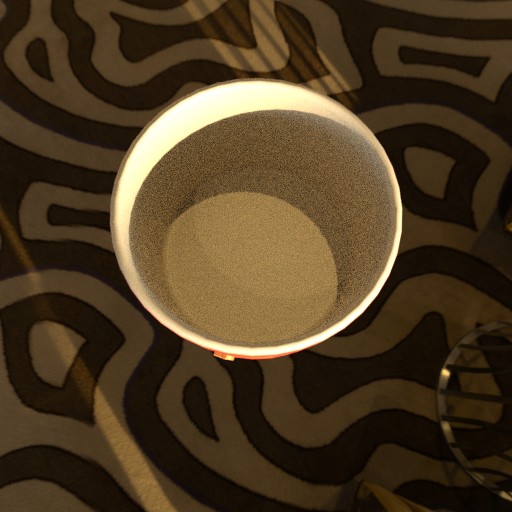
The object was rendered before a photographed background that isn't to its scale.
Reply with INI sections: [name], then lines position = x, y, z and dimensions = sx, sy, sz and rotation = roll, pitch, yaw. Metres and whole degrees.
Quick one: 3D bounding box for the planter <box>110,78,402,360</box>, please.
[planter]
position = 0.000, 0.000, 0.570
dimensions = 0.269, 0.379, 0.269
rotation = 0, 76, 0
